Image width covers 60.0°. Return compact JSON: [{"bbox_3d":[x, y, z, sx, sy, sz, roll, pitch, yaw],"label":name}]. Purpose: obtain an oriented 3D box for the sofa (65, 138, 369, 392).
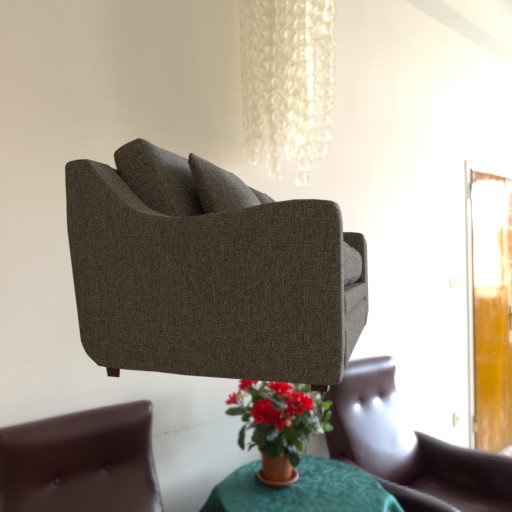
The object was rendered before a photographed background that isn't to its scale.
[{"bbox_3d":[0.000,0.000,2.435,1.120,0.991,1.778,0,-2,17],"label":"sofa"}]
